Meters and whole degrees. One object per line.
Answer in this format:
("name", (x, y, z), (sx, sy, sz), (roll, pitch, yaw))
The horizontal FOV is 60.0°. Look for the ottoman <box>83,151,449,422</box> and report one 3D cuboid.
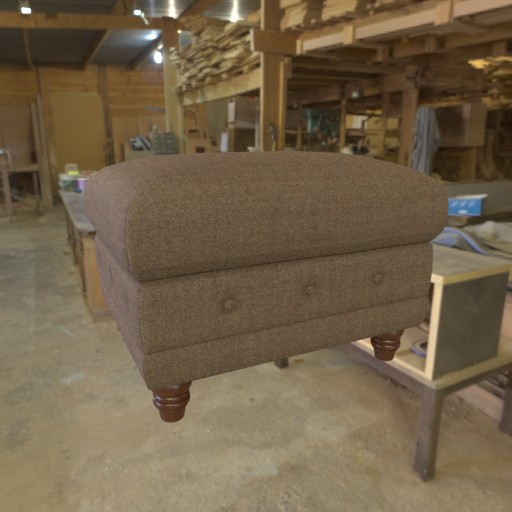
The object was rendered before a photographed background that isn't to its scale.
("ottoman", (0.000, 0.000, 1.216), (0.809, 0.555, 0.599), (-7, 17, -26))
